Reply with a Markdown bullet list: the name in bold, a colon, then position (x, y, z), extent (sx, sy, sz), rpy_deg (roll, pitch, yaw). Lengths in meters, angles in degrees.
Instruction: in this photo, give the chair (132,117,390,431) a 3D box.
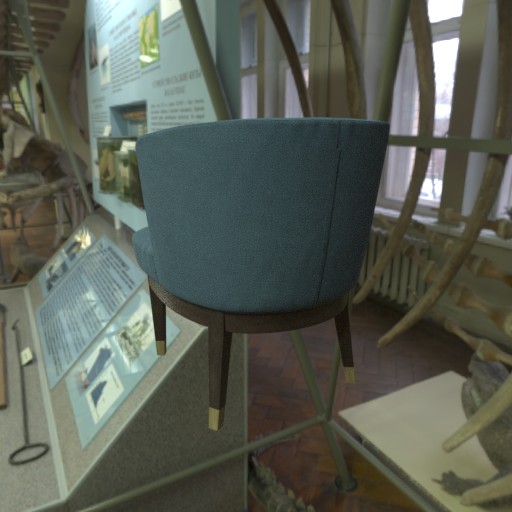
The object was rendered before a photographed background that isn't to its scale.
- **chair**: position (0.000, 0.000, 1.303), extent (0.661, 0.760, 0.702), rpy_deg (-8, 18, -28)
